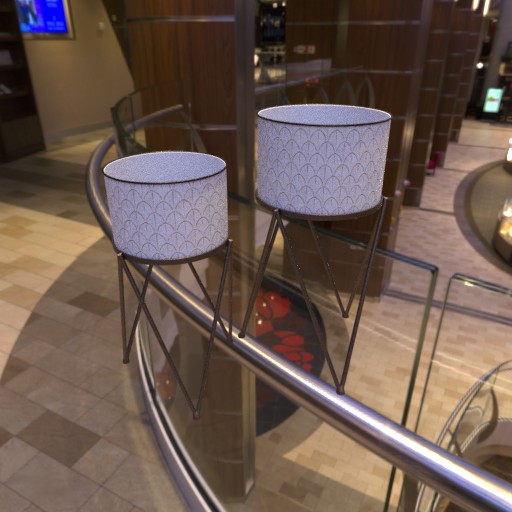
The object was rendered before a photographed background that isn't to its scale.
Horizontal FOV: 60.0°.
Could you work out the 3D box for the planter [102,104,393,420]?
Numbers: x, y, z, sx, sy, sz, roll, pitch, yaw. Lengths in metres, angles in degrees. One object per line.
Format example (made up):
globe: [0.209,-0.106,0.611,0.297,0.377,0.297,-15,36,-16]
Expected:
planter: [0.000,0.000,1.183,0.769,0.712,0.413,-8,27,-16]
